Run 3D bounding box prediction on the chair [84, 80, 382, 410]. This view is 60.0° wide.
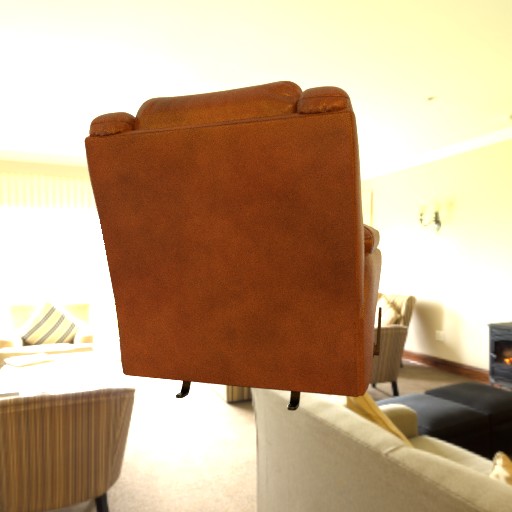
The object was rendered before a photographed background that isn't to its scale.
[{"bbox_3d":[0.000,0.000,1.849,0.990,1.093,1.041,0,-1,18],"label":"chair"}]
